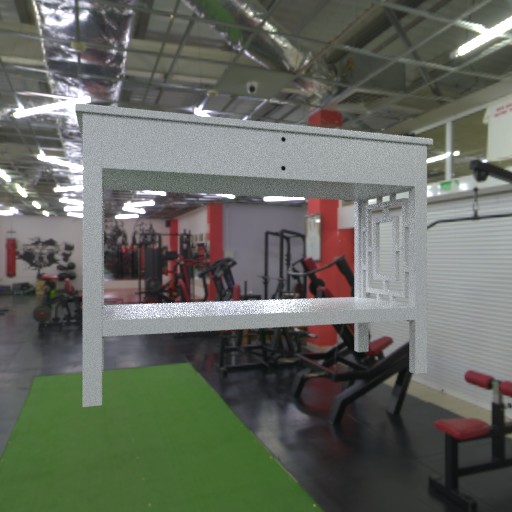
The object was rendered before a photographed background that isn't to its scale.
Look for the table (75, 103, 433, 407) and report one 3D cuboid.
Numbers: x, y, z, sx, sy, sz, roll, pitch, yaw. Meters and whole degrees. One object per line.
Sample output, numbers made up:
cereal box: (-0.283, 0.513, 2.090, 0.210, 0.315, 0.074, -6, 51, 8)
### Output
table: (0.000, 0.000, 1.444, 1.068, 0.753, 0.397, 0, 0, -18)
